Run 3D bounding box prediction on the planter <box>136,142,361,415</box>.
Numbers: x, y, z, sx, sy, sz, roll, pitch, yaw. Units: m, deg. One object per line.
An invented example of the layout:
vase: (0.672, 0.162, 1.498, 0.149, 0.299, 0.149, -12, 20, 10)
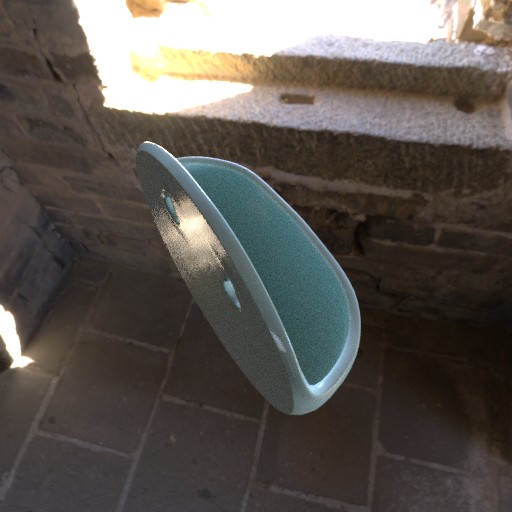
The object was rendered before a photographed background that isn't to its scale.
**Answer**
planter: (0.000, 0.000, 0.277, 0.073, 0.164, 0.189, -29, 63, -17)
